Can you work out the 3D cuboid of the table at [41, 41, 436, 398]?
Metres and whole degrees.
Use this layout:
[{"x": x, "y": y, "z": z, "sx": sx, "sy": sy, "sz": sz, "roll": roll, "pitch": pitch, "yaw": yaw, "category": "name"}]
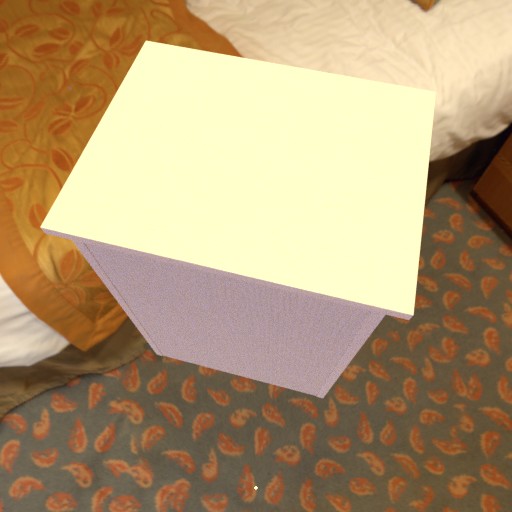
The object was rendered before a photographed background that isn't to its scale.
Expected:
[{"x": 0.000, "y": 0.000, "z": 0.913, "sx": 0.480, "sy": 0.635, "sz": 0.381, "roll": 13, "pitch": 63, "yaw": 7, "category": "table"}]
